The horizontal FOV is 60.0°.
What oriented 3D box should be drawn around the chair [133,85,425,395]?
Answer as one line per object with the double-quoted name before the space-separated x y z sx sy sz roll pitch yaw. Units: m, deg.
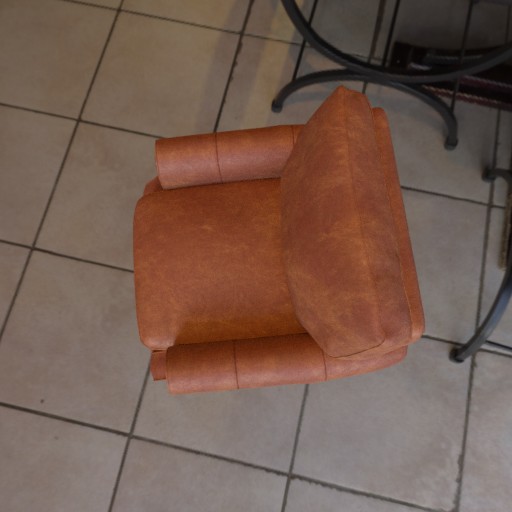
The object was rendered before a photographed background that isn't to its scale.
"chair" 0.000 0.000 1.724 0.986 0.962 0.983 -6 75 -1
